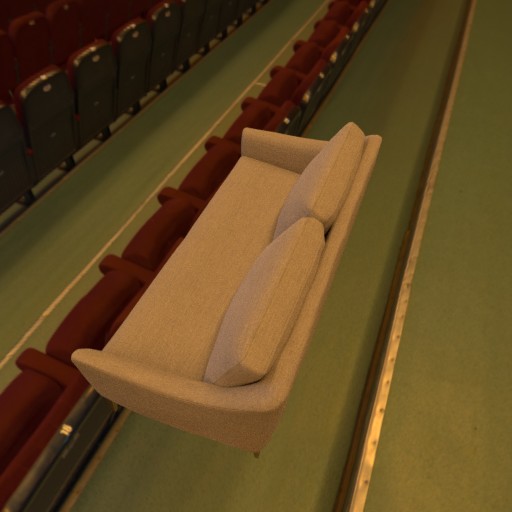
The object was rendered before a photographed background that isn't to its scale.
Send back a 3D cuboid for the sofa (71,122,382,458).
[{"bbox_3d":[0.000,0.000,2.576,0.980,0.913,2.036,16,50,14],"label":"sofa"}]
